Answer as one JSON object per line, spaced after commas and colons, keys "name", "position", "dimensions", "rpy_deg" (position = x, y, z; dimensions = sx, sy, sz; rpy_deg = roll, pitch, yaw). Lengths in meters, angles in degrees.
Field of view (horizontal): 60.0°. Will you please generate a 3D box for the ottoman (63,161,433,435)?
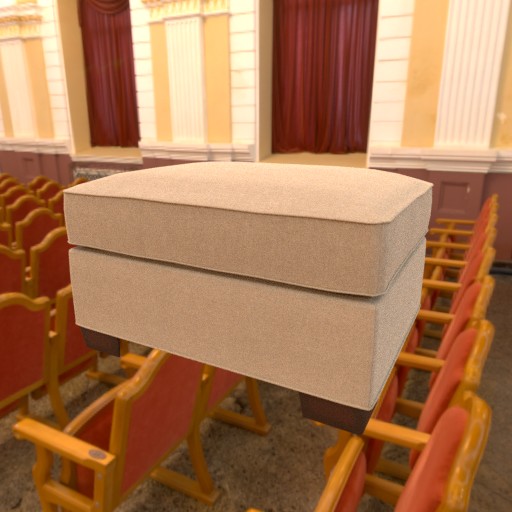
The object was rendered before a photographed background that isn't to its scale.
{"name": "ottoman", "position": [0.000, 0.000, 1.261], "dimensions": [0.846, 0.503, 0.617], "rpy_deg": [9, 19, 27]}
